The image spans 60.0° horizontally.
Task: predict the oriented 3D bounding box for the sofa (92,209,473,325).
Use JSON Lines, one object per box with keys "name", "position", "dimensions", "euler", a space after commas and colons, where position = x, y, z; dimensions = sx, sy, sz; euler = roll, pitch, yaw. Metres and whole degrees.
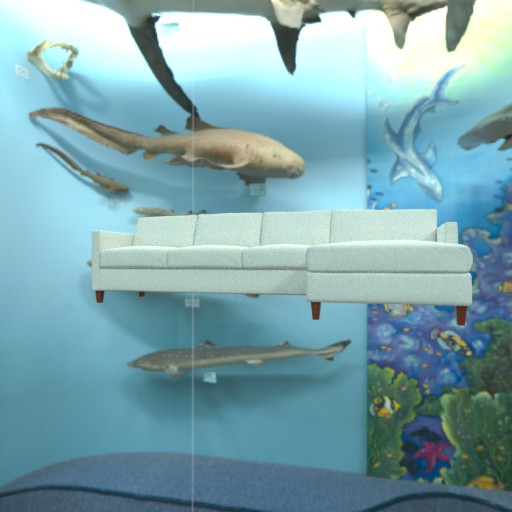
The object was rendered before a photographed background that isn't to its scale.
{"name": "sofa", "position": [0.000, 0.000, 4.165], "dimensions": [3.471, 0.954, 1.606], "euler": [0, -1, 17]}
